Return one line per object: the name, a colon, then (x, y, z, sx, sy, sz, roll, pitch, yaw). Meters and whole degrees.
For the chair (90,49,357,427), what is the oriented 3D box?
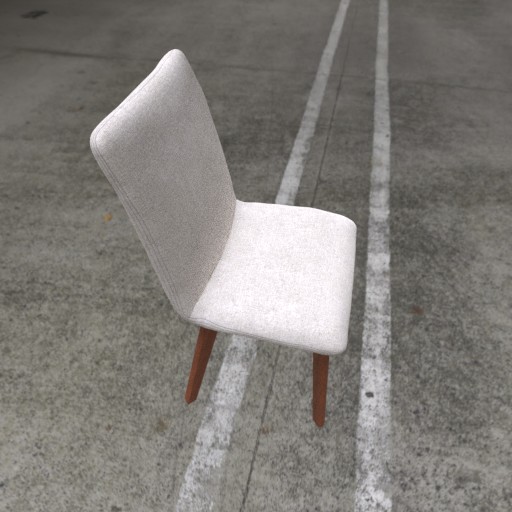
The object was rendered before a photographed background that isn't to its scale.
chair: (0.000, 0.000, 1.272, 0.563, 0.974, 0.522, 9, 46, 8)
